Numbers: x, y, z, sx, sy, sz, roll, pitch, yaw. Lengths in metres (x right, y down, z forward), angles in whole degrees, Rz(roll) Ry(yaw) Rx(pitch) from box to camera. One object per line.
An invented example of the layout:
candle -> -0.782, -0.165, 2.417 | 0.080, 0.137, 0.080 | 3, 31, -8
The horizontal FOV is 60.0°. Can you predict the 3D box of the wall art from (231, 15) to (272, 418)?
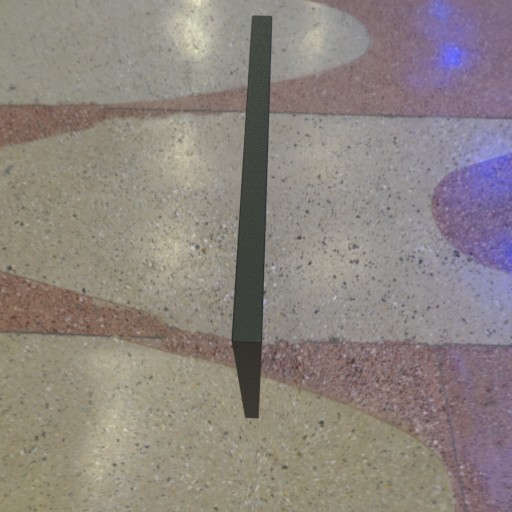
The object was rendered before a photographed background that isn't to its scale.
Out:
wall art -> 0.000, 0.000, 0.753 | 0.028, 0.559, 0.457 | 2, 63, 1
